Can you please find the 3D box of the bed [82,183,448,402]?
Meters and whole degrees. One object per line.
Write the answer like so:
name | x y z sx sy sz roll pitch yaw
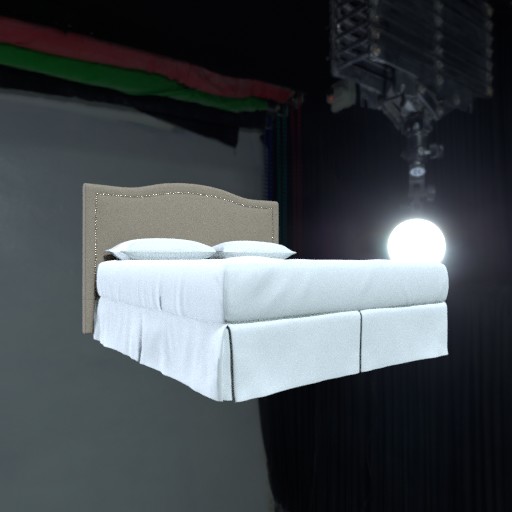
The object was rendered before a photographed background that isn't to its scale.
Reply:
bed | 0.000 0.000 3.499 2.083 1.421 2.182 0 0 -36
